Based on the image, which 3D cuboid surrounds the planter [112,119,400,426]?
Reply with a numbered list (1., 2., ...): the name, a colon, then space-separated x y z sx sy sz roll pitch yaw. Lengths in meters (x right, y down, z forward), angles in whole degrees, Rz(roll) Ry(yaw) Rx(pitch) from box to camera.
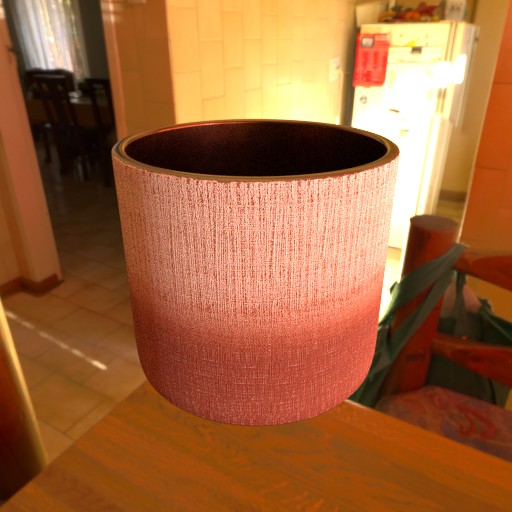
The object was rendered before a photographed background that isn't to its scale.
1. planter: 0.000 0.000 0.389 0.221 0.201 0.221 0 26 0
